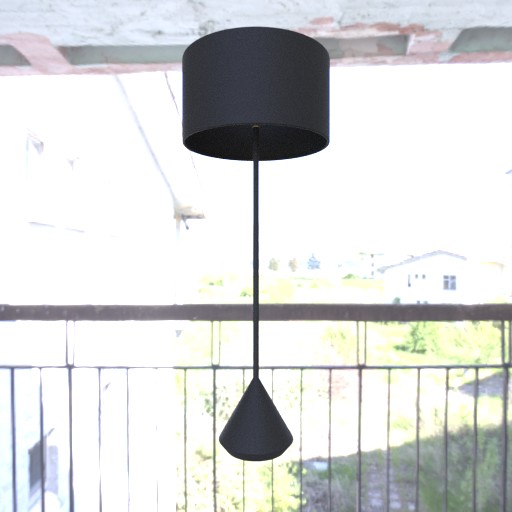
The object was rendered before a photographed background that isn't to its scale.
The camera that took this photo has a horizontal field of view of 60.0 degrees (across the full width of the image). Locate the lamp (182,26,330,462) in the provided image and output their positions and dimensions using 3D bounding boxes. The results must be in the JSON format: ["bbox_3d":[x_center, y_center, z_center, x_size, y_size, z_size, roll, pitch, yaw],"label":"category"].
[{"bbox_3d":[0.000,0.000,1.758,0.580,1.526,0.580,0,0,2],"label":"lamp"}]
